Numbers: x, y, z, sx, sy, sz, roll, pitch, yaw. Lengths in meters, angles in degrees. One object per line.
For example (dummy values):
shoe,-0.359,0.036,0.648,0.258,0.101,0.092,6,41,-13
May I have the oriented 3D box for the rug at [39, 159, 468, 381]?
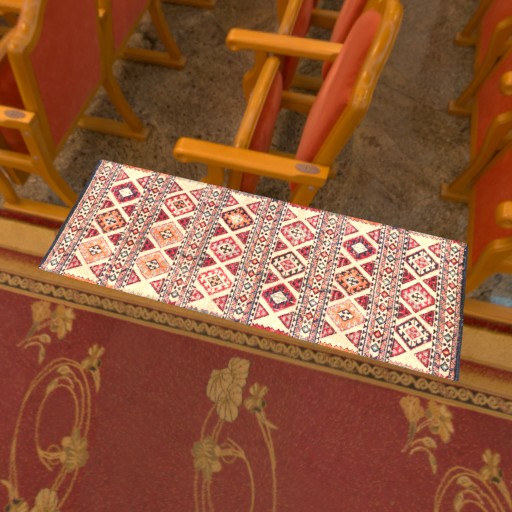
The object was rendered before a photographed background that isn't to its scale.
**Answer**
rug,0.000,0.000,2.569,2.362,0.008,0.832,14,63,7
